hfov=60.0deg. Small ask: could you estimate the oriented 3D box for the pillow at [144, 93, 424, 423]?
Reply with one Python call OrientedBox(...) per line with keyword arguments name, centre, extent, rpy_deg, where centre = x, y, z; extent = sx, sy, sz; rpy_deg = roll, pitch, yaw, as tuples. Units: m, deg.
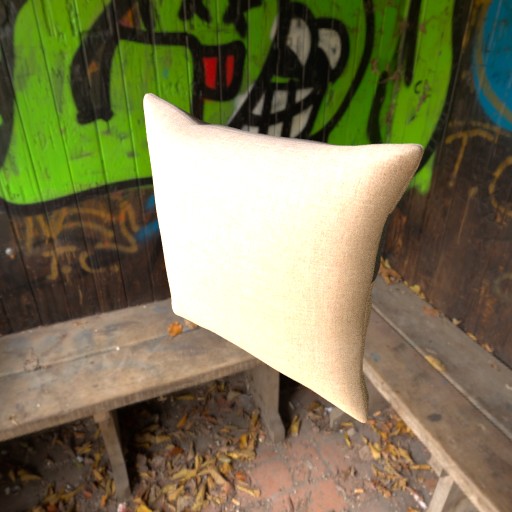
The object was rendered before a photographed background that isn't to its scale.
OrientedBox(name="pillow", centre=(0.000, 0.000, 0.635), extent=(0.414, 0.399, 0.173), rpy_deg=(23, 37, 33))
